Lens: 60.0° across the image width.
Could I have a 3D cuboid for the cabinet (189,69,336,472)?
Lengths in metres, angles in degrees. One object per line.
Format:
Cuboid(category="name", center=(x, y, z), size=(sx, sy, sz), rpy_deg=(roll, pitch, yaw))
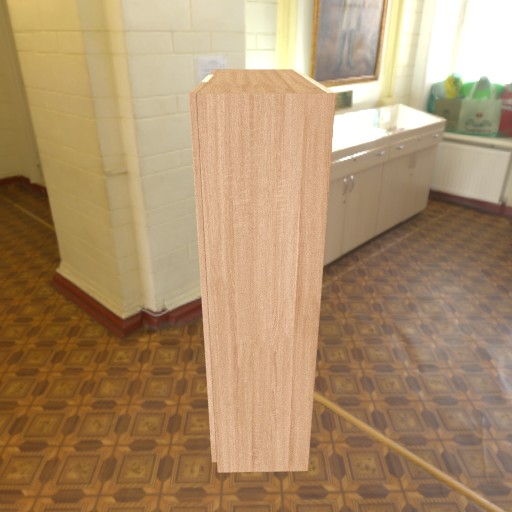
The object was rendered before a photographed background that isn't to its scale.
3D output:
Cuboid(category="cabinet", center=(0.000, 0.000, 2.836), size=(0.590, 2.120, 1.500), rpy_deg=(0, 26, -1))
